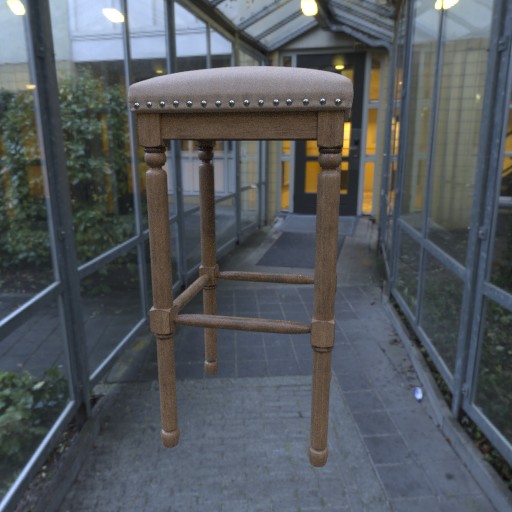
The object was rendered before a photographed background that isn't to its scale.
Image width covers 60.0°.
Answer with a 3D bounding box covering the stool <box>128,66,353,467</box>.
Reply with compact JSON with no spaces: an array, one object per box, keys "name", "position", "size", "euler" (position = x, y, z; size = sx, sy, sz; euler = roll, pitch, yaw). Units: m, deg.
[{"name":"stool","position":[0.000,0.000,0.983],"size":[0.383,0.768,0.382],"euler":[3,14,10]}]
